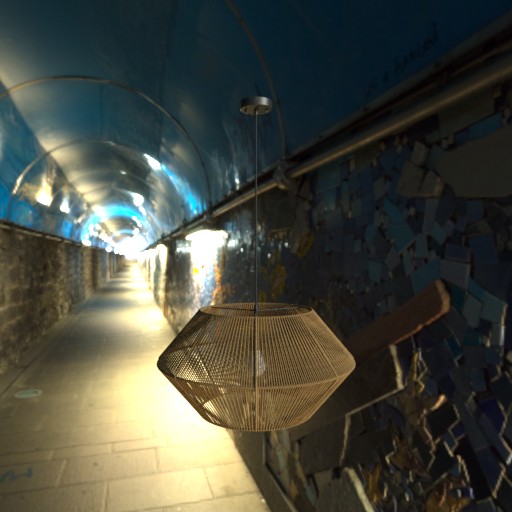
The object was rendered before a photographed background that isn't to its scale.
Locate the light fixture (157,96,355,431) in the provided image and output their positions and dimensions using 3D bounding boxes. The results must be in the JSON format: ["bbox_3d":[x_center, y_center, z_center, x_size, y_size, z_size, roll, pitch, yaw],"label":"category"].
[{"bbox_3d":[0.000,0.000,1.457,0.643,1.009,0.643,0,0,0],"label":"light fixture"}]
